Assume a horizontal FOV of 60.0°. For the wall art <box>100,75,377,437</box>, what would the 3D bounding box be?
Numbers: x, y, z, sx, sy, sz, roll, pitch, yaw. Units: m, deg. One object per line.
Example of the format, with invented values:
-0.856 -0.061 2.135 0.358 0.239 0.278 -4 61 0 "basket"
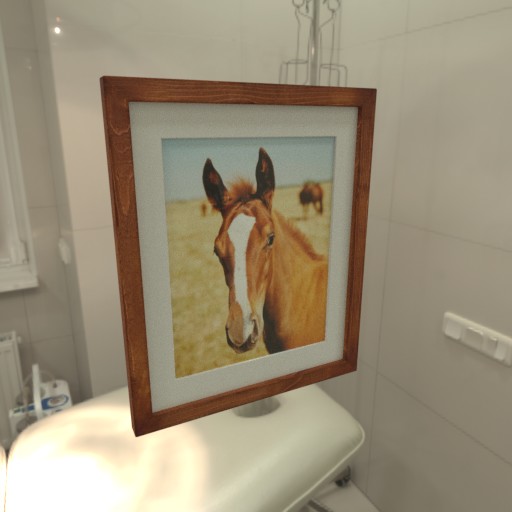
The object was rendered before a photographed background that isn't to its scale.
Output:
0.000 0.000 0.767 0.462 0.558 0.030 -8 18 -26 "wall art"
